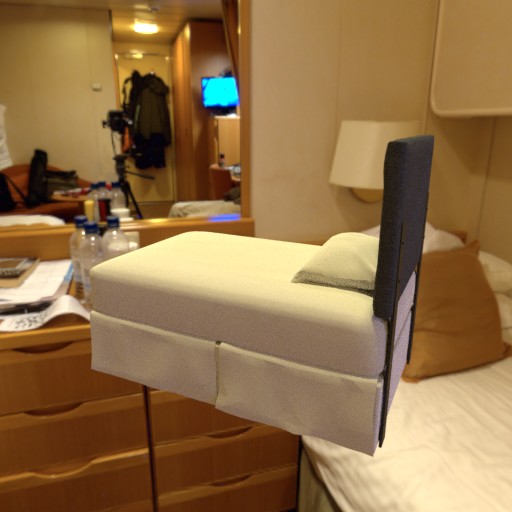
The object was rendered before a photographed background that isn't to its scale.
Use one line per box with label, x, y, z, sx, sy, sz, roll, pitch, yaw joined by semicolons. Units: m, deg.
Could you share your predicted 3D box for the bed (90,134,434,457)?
bed;0.000;0.000;2.966;1.997;1.571;1.261;8;18;25
